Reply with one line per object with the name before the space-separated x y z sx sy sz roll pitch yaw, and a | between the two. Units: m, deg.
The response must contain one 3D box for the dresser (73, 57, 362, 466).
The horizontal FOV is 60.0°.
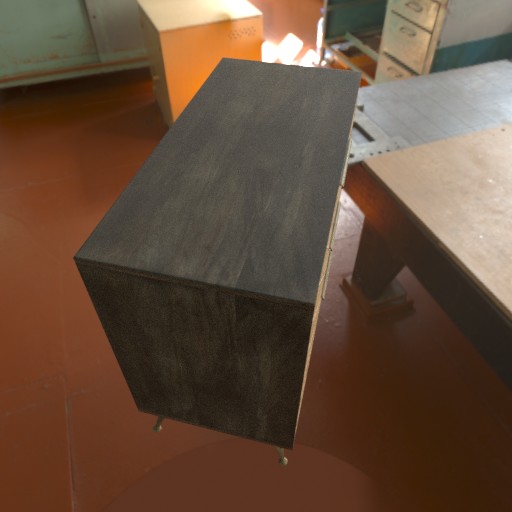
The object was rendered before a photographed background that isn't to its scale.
dresser | 0.000 0.000 1.366 0.453 0.801 0.923 10 47 10
